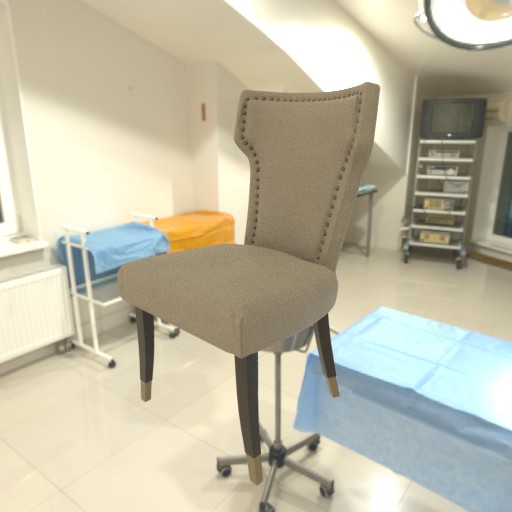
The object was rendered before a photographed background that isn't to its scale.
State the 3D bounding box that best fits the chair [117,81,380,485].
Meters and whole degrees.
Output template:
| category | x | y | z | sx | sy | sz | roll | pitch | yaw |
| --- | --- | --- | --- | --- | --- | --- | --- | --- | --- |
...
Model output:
| category | x | y | z | sx | sy | sz | roll | pitch | yaw |
| --- | --- | --- | --- | --- | --- | --- | --- | --- | --- |
| chair | 0.000 | 0.000 | 1.300 | 0.526 | 0.955 | 0.630 | 15 | 22 | 42 |
